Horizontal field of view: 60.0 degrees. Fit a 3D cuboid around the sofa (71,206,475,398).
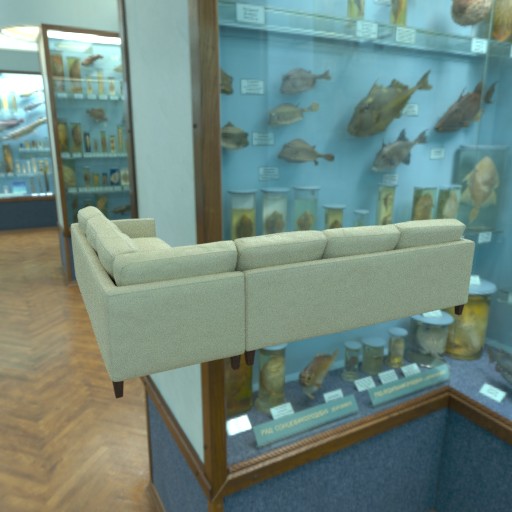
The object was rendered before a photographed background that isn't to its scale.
[{"bbox_3d":[0.000,0.000,4.503,3.302,0.947,2.593,-7,16,-25],"label":"sofa"}]
